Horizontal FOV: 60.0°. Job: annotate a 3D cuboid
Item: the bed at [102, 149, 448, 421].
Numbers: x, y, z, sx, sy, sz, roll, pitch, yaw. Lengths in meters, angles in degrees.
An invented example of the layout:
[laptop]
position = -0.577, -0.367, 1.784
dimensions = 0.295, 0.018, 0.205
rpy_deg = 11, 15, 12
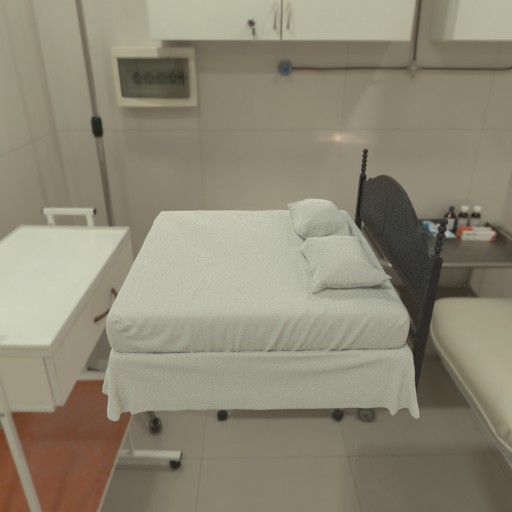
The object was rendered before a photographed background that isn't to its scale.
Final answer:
[bed]
position = 0.000, 0.000, 3.667
dimensions = 2.219, 1.355, 2.322
rpy_deg = -1, 26, -1
